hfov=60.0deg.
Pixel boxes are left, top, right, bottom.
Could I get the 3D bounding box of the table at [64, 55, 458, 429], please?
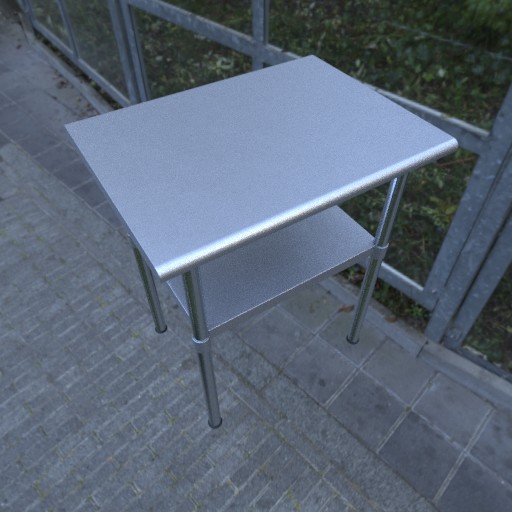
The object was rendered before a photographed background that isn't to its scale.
[{"bbox_3d":[0.000,0.000,1.383,0.762,0.876,0.584,-25,52,-21],"label":"table"}]
